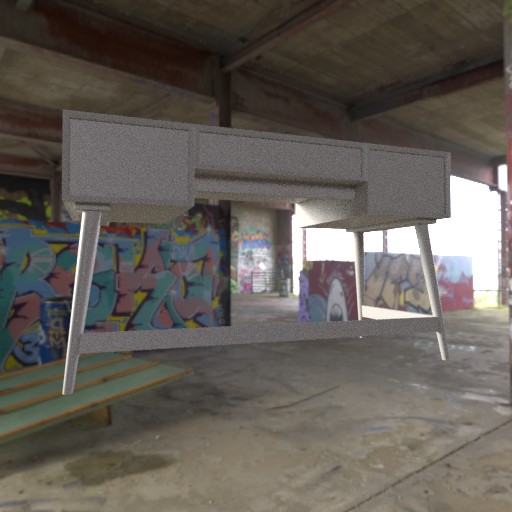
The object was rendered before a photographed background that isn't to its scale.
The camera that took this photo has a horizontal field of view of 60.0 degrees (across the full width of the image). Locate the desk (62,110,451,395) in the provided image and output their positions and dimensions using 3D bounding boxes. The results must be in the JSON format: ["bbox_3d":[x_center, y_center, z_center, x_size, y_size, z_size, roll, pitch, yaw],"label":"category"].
[{"bbox_3d":[0.000,0.000,1.680,1.313,0.762,0.589,1,-1,-20],"label":"desk"}]
